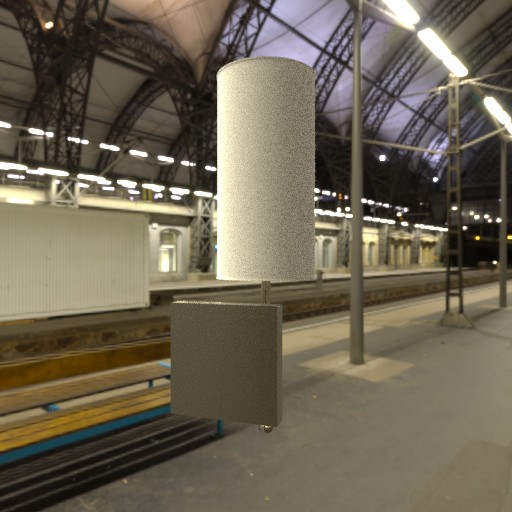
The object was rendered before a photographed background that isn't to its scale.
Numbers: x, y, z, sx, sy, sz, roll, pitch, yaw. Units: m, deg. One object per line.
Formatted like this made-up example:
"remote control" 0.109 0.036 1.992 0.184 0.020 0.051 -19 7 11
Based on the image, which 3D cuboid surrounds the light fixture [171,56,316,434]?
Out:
"light fixture" 0.000 0.000 0.538 0.128 0.462 0.208 0 0 19
